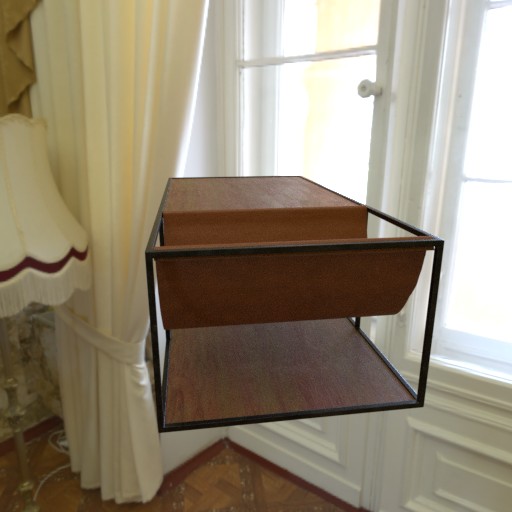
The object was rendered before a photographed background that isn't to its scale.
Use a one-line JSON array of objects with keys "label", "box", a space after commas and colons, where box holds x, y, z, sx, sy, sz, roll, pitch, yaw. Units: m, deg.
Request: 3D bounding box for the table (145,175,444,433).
[{"label": "table", "box": [0.000, 0.000, 1.485, 0.597, 0.403, 1.199, -2, 17, -8]}]
